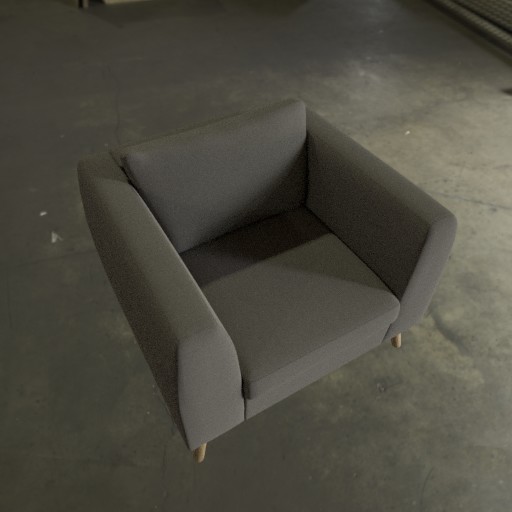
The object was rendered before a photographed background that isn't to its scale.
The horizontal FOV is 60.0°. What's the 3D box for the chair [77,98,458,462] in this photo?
[{"bbox_3d":[0.000,0.000,1.652,1.000,0.860,0.930,-23,50,-20],"label":"chair"}]
